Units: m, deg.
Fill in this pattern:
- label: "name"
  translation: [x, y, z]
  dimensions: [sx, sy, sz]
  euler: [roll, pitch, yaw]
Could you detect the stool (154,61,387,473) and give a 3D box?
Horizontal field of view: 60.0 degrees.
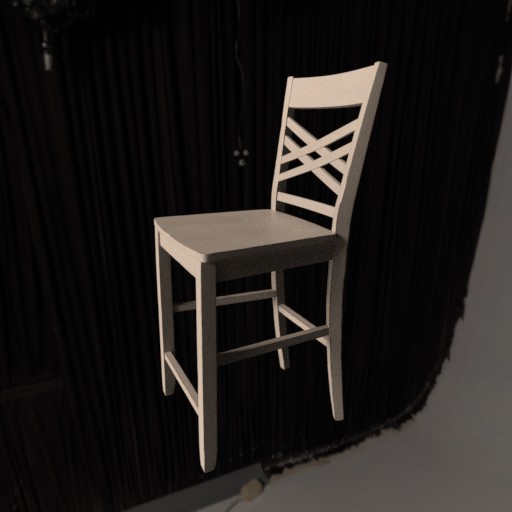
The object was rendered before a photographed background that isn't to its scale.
- label: "stool"
  translation: [0.000, 0.000, 1.360]
  dimensions: [0.539, 1.079, 0.462]
  euler: [-8, 19, -25]
